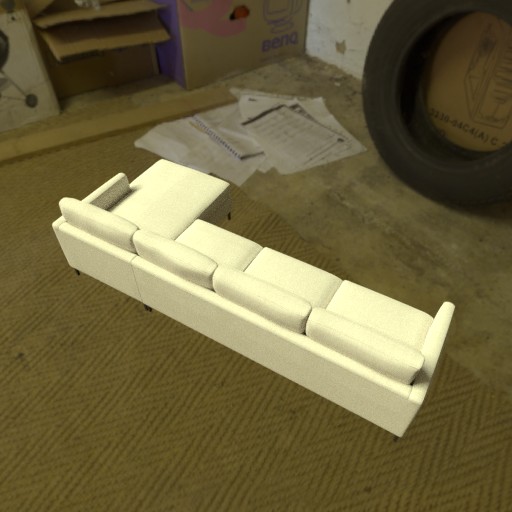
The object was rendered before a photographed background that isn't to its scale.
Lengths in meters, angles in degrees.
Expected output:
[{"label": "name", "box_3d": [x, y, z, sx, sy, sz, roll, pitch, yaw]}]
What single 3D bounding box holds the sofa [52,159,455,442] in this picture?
[{"label": "sofa", "box_3d": [0.000, 0.000, 2.877, 2.445, 0.677, 1.126, 23, 51, 20]}]
